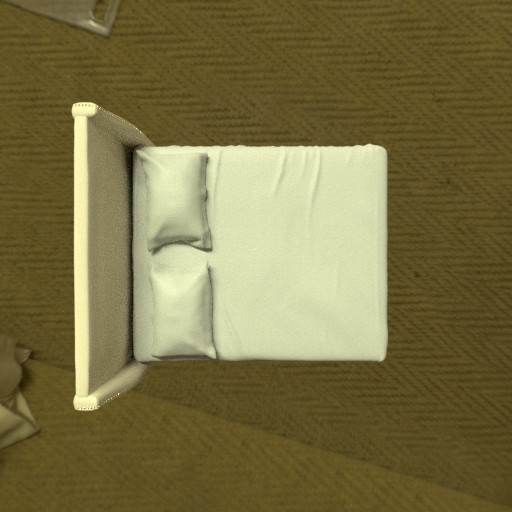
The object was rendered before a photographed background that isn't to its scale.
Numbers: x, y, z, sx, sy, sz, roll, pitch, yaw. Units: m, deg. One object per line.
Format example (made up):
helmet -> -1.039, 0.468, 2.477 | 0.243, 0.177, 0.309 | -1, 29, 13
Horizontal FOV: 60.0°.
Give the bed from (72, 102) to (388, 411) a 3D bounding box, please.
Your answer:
bed -> 0.000, 0.000, 3.374 | 2.276, 1.332, 1.925 | 0, 91, 0
